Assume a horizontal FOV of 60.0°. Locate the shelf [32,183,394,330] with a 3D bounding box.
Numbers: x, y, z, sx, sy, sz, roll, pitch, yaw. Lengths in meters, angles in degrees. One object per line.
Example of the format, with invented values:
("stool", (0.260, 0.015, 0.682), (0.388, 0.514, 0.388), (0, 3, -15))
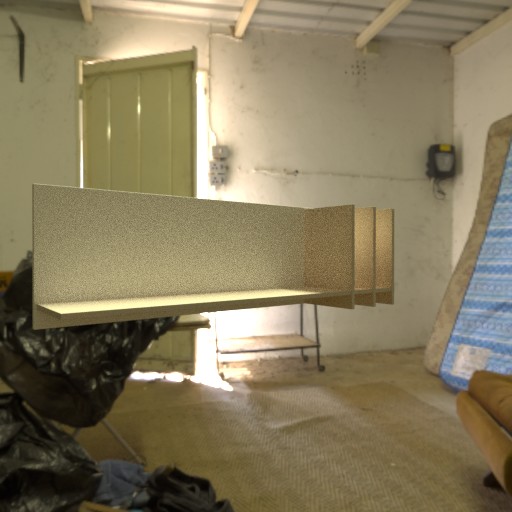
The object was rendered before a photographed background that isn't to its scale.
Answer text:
("shelf", (0.000, 0.000, 1.154), (1.020, 0.300, 0.200), (0, 0, -38))
